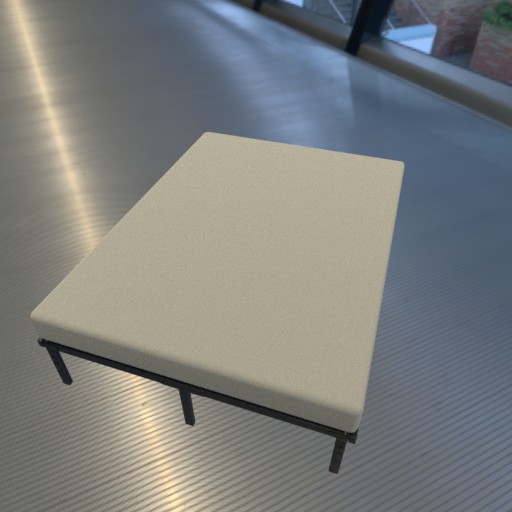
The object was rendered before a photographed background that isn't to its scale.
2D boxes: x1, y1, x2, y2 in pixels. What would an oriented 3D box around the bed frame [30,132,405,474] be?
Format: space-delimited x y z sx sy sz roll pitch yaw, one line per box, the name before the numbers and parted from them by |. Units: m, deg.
bed frame | 0.000 0.000 3.517 1.990 0.680 2.635 12 42 14
